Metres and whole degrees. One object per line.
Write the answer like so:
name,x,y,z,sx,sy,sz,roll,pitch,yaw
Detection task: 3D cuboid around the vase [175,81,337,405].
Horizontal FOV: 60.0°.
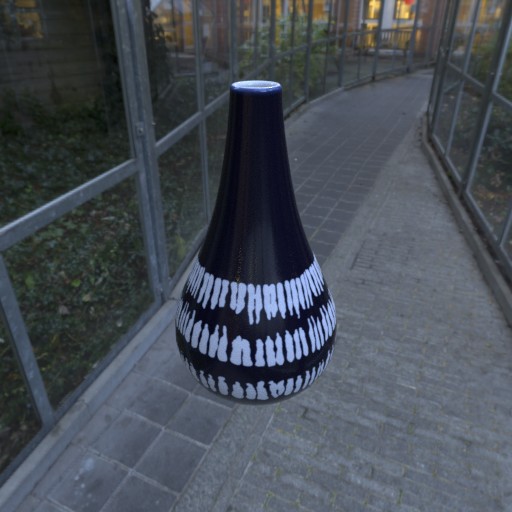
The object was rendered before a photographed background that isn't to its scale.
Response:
vase,0.000,0.000,0.403,0.159,0.295,0.159,0,29,0
